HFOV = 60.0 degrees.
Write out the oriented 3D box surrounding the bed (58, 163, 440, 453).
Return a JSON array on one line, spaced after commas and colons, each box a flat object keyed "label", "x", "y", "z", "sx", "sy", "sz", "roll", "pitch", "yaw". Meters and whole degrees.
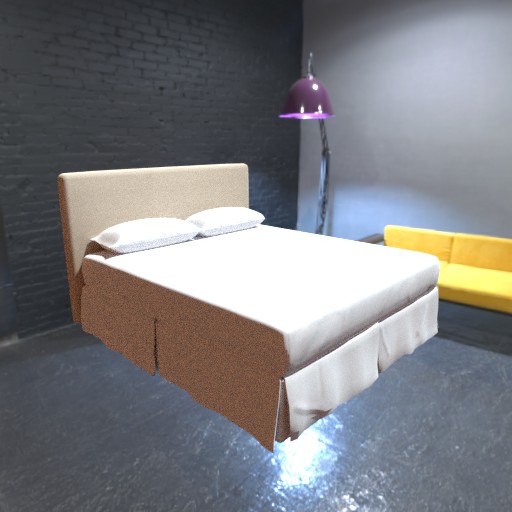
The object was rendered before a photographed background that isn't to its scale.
[{"label": "bed", "x": 0.000, "y": 0.000, "z": 3.559, "sx": 2.319, "sy": 1.317, "sz": 2.119, "roll": 13, "pitch": 20, "yaw": 41}]
